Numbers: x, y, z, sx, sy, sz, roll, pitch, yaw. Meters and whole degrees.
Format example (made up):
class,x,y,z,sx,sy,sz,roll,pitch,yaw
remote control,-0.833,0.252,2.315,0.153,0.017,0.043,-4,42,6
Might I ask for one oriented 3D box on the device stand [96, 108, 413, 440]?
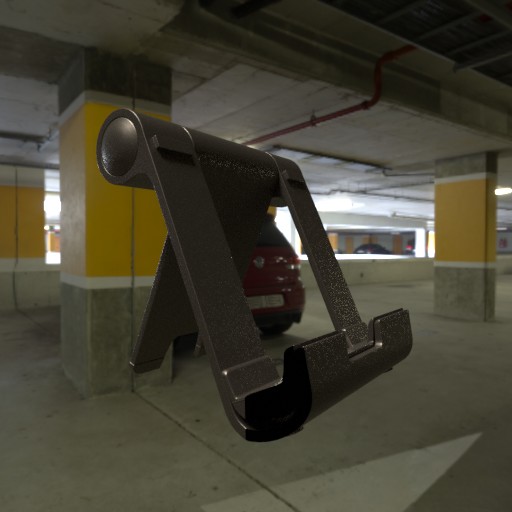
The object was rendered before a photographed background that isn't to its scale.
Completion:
class,x,y,z,sx,sy,sz,roll,pitch,yaw
device stand,0.000,0.000,0.149,0.079,0.084,0.088,1,1,36
